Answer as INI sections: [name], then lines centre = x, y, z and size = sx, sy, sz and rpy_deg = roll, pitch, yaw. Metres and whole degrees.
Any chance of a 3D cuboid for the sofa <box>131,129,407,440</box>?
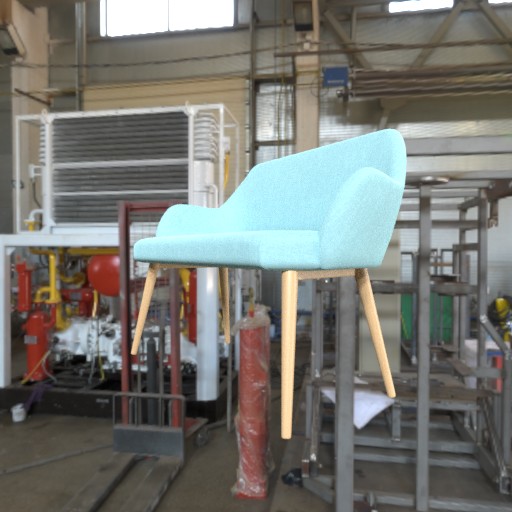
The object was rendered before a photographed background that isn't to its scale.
[sofa]
centre = 0.000, 0.000, 1.598
size = 0.610, 0.840, 1.150
rpy_deg = -1, 1, -35
